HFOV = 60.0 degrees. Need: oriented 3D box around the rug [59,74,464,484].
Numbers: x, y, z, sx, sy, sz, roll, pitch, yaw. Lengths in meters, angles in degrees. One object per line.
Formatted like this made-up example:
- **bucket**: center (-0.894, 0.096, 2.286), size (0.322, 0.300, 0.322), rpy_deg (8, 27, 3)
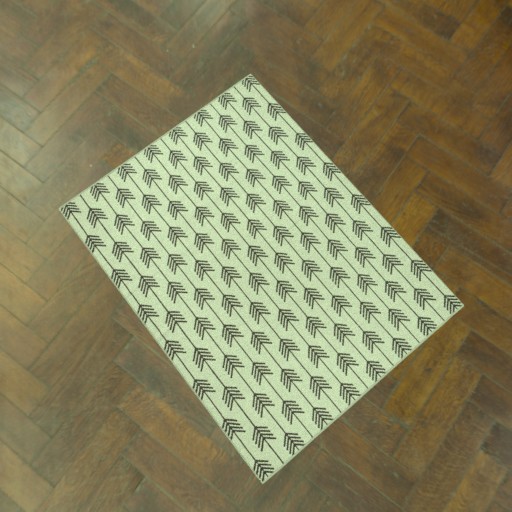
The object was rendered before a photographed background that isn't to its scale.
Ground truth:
- **rug**: center (0.000, 0.000, 4.074), size (2.330, 0.010, 3.061), rpy_deg (-38, 79, -9)
